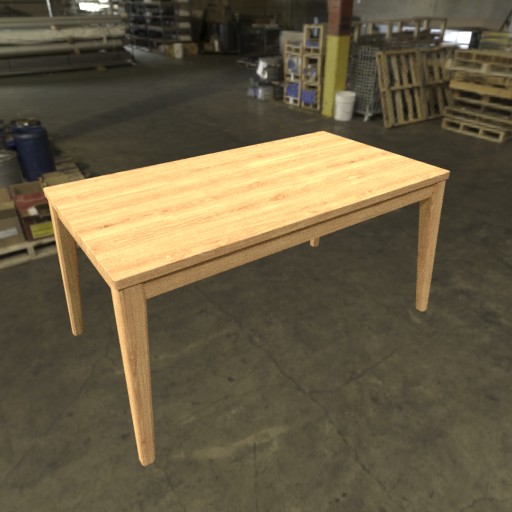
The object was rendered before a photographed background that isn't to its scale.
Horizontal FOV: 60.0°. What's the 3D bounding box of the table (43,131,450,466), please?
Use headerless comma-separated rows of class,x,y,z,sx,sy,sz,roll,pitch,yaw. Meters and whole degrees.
table,0.000,0.000,2.086,1.600,0.760,0.900,-20,36,-30
